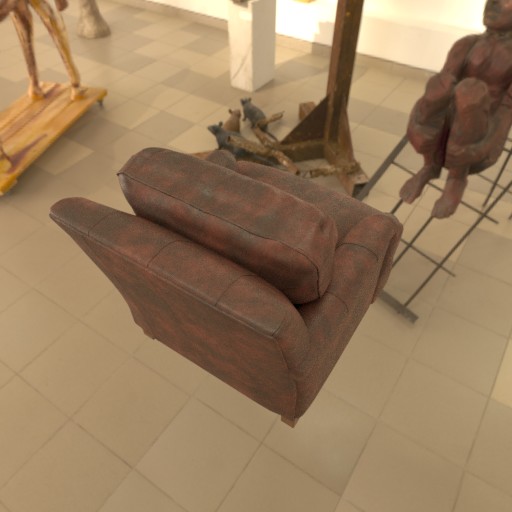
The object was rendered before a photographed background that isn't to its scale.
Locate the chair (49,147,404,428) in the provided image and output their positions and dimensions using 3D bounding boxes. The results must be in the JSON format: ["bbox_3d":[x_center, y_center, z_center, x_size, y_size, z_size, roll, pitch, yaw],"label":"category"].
[{"bbox_3d":[0.000,0.000,1.931,0.987,1.051,1.156,26,52,22],"label":"chair"}]
